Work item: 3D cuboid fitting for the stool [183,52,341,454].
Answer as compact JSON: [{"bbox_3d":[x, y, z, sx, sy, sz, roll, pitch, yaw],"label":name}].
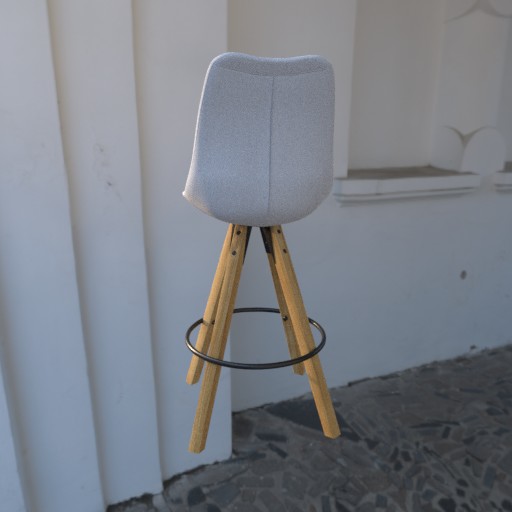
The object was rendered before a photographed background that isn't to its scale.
[{"bbox_3d":[0.000,0.000,1.430,0.484,1.115,0.550,-2,15,-9],"label":"stool"}]
